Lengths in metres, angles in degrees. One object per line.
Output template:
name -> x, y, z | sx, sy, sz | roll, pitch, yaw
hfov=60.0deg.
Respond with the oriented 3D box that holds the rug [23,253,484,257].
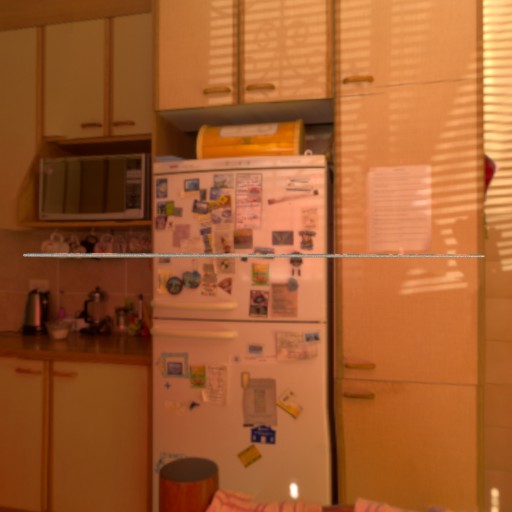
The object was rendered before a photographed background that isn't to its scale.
rug -> 0.000, 0.000, 1.403 | 1.219, 0.007, 0.604 | 0, 0, -18
